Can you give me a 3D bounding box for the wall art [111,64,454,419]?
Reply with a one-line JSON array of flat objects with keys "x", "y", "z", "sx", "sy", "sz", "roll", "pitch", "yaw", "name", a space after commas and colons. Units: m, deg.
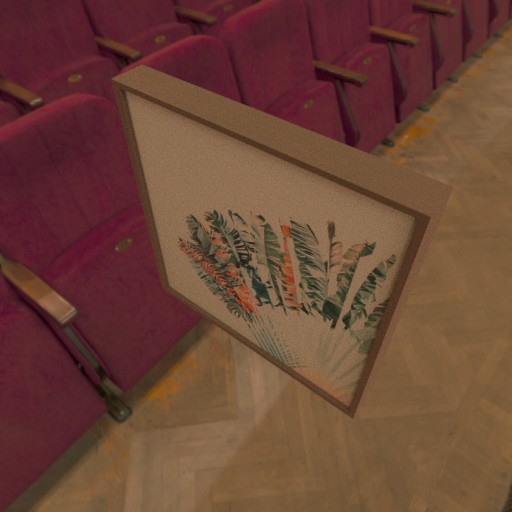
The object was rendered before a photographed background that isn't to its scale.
[{"x": 0.000, "y": 0.000, "z": 0.460, "sx": 0.304, "sy": 0.303, "sz": 0.038, "roll": 30, "pitch": 54, "yaw": 25, "name": "wall art"}]
